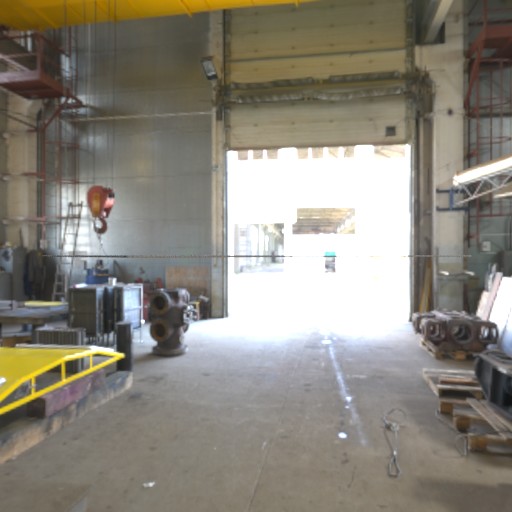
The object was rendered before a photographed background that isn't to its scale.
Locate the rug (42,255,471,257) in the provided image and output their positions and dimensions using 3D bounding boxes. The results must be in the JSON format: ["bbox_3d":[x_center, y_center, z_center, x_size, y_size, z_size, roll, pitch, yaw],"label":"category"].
[{"bbox_3d":[0.000,0.000,2.833,2.235,0.008,1.600,0,0,-35],"label":"rug"}]
